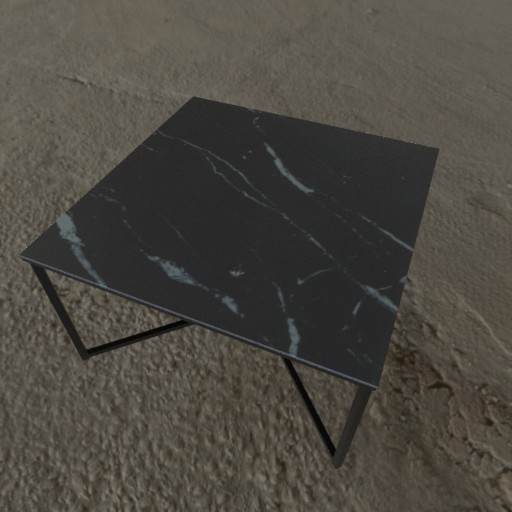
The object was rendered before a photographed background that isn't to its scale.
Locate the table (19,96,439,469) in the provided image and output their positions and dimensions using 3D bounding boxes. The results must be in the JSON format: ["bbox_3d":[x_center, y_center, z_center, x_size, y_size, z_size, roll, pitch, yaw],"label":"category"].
[{"bbox_3d":[0.000,0.000,1.286,0.800,0.450,0.800,17,49,16],"label":"table"}]
